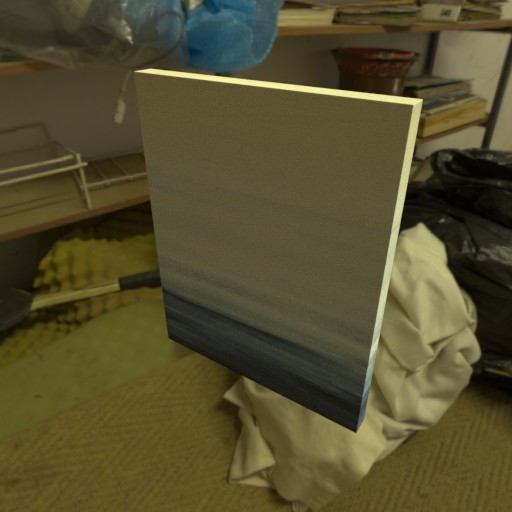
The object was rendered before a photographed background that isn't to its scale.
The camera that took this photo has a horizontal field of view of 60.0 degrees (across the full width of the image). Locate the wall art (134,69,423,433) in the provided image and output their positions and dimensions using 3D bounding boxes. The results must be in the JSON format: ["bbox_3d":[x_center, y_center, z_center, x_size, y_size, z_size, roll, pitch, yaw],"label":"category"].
[{"bbox_3d":[0.000,0.000,0.826,0.489,0.608,0.040,19,35,29],"label":"wall art"}]
